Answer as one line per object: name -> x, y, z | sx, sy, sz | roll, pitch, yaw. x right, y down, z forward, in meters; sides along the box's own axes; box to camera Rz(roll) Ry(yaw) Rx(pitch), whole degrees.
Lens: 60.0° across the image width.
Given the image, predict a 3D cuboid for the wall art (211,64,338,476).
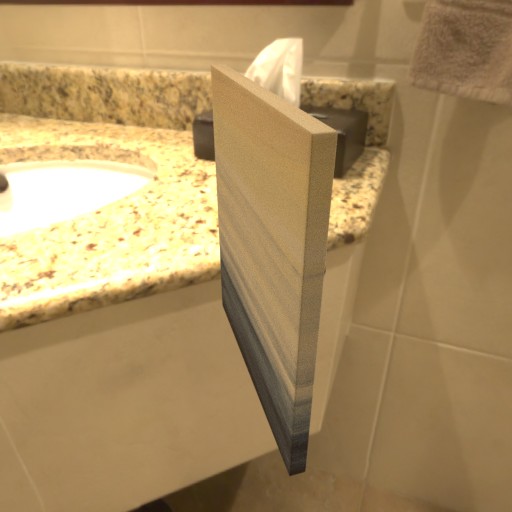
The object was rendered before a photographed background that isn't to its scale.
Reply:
wall art -> 0.000, 0.000, 0.985 | 0.041, 0.710, 0.608 | -9, 32, -14
